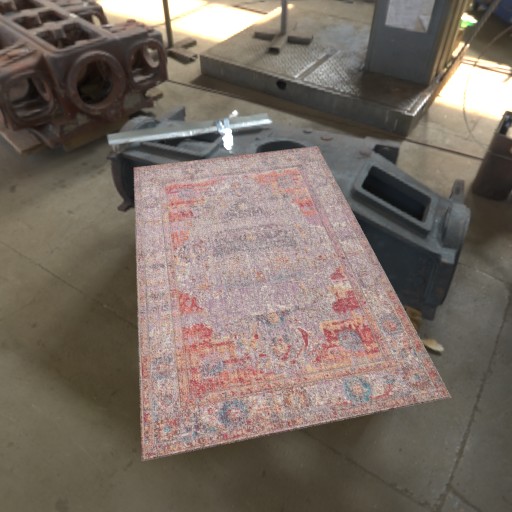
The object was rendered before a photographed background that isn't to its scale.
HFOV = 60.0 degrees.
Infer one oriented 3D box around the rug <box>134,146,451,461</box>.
[{"bbox_3d":[0.000,0.000,2.299,1.219,0.005,1.829,-8,47,-8],"label":"rug"}]
